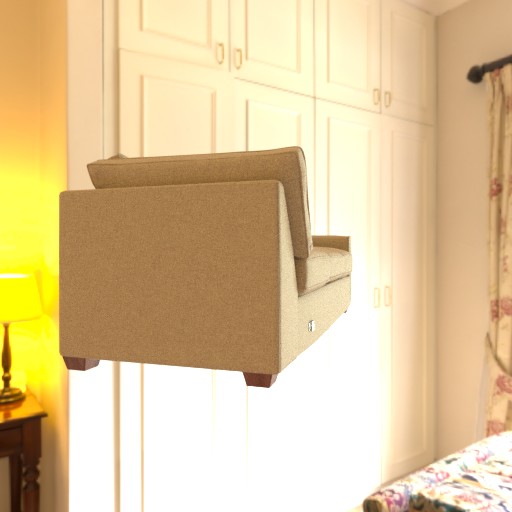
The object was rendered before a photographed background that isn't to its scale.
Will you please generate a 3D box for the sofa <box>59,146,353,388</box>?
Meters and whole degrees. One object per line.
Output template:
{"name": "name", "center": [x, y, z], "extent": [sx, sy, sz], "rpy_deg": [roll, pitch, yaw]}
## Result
{"name": "sofa", "center": [0.000, 0.000, 2.826], "extent": [1.061, 0.962, 2.317], "rpy_deg": [0, 1, 18]}
